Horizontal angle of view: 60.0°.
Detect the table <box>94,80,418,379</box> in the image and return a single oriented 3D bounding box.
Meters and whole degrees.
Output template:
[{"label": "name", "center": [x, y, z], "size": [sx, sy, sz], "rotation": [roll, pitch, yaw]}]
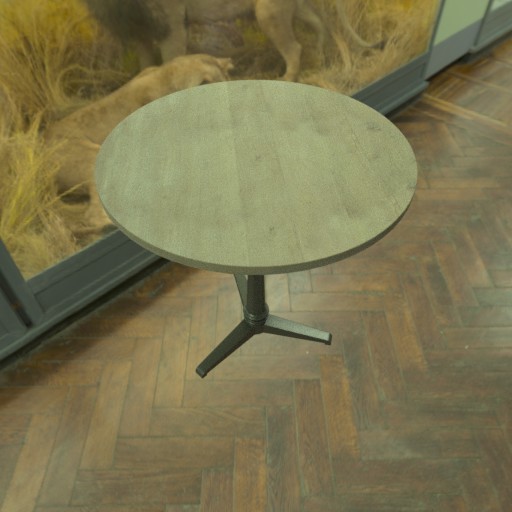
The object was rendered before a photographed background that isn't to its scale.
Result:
[{"label": "table", "center": [0.000, 0.000, 1.411], "size": [0.800, 0.780, 0.800], "rotation": [0, 46, 0]}]
